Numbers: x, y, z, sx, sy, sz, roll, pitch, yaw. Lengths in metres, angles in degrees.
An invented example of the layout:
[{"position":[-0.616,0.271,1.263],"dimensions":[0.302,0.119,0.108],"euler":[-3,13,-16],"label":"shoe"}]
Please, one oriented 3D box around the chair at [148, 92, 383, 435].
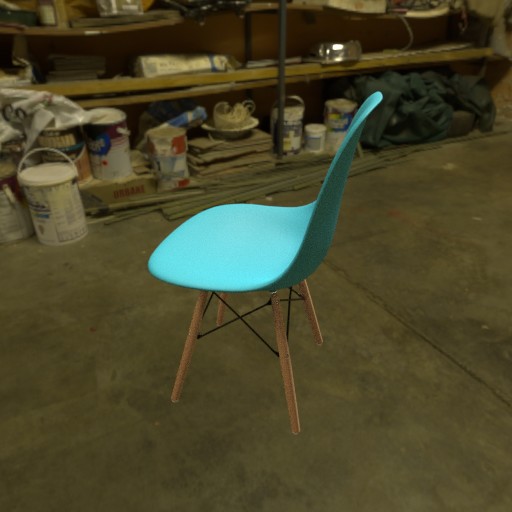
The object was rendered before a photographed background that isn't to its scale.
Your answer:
[{"position":[0.000,0.000,1.165],"dimensions":[0.531,0.826,0.470],"euler":[9,31,15],"label":"chair"}]
